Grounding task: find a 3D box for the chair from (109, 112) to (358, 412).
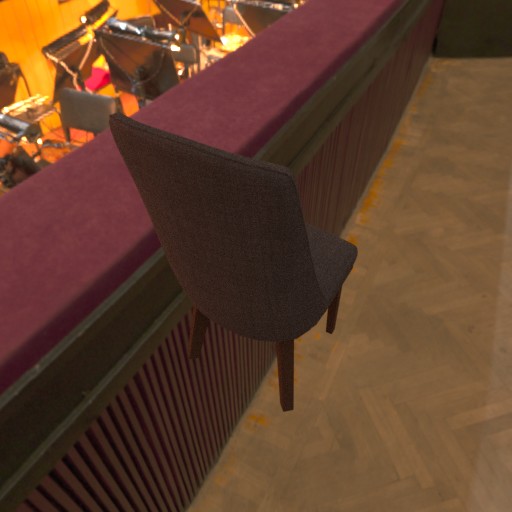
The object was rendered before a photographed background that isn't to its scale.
[{"bbox_3d":[0.000,0.000,1.328,0.510,1.050,0.577,23,49,22],"label":"chair"}]
